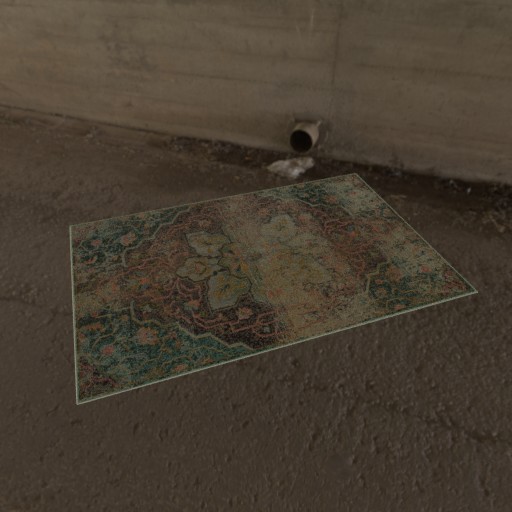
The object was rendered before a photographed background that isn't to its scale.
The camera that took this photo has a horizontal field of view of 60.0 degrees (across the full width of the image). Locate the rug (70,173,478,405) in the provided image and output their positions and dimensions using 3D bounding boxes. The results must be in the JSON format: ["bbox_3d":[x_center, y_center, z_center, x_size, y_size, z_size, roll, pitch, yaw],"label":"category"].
[{"bbox_3d":[0.000,0.000,2.958,2.363,0.004,1.566,-12,42,-14],"label":"rug"}]
